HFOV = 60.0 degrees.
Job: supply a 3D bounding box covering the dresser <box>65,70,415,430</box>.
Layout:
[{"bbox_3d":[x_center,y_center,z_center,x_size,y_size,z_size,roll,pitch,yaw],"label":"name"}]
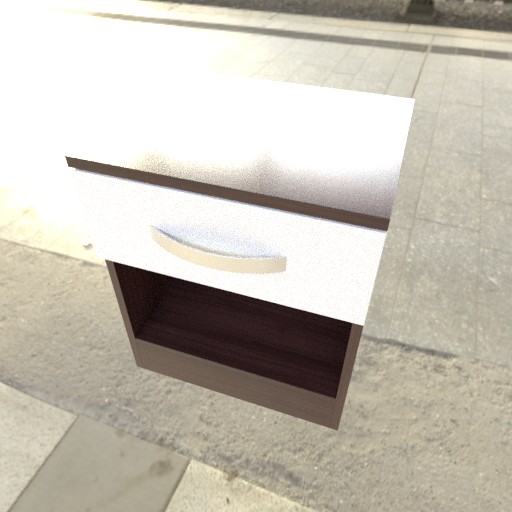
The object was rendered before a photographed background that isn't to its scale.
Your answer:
[{"bbox_3d":[0.000,0.000,0.768,0.400,0.470,0.360,13,43,14],"label":"dresser"}]
